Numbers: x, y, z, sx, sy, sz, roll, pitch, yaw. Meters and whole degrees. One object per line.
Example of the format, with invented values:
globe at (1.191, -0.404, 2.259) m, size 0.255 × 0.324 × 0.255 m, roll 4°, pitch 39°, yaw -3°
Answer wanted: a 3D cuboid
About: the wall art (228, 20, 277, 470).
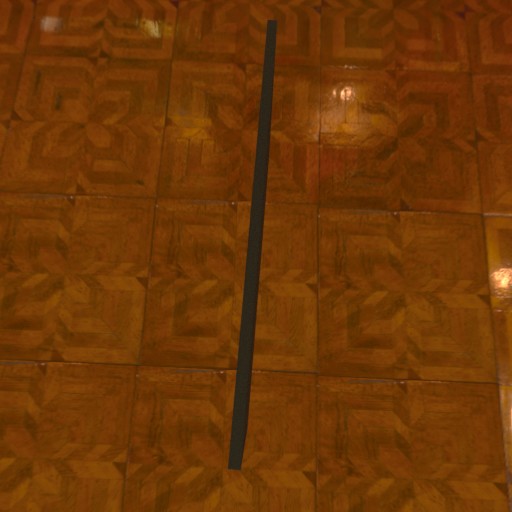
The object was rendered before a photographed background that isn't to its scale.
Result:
wall art at (0.000, 0.000, 1.219) m, size 0.026 × 0.656 × 0.958 m, roll 5°, pitch 75°, yaw 1°
